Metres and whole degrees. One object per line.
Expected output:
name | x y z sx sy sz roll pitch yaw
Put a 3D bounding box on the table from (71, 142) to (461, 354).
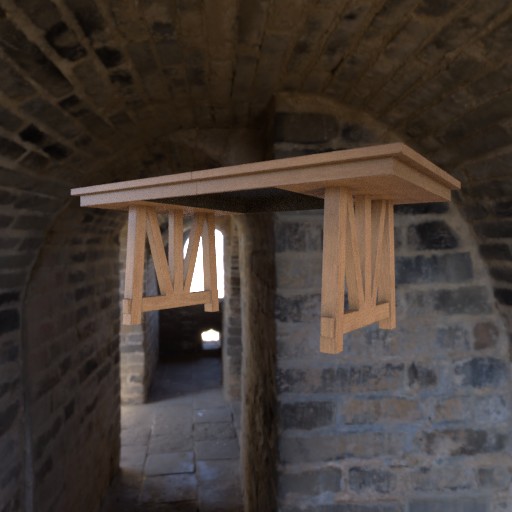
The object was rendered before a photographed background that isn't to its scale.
table | 0.000 0.000 2.424 1.881 0.768 1.016 0 0 35
